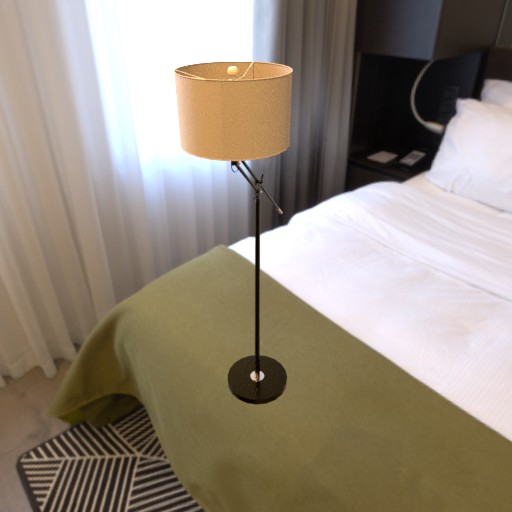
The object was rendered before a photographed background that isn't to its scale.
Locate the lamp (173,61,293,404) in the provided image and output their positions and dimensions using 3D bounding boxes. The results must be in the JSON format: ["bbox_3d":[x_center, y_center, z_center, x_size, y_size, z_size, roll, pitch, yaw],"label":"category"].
[{"bbox_3d":[0.000,0.000,1.991,0.373,1.635,0.809,10,33,16],"label":"lamp"}]
